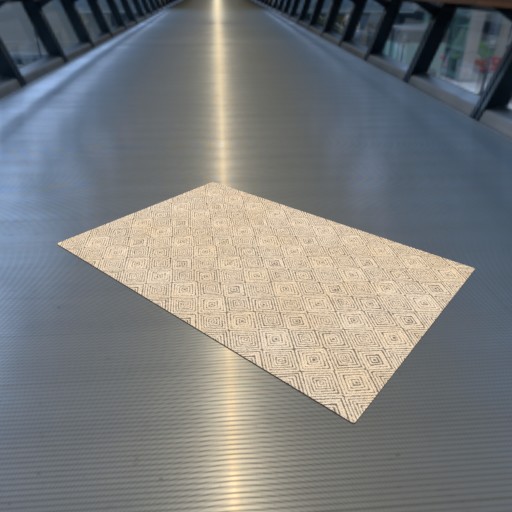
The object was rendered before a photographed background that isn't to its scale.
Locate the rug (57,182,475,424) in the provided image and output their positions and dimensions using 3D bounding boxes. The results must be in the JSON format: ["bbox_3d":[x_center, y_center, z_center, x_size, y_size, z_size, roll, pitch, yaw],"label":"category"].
[{"bbox_3d":[0.000,0.000,2.251,1.783,0.008,1.175,23,38,34],"label":"rug"}]
